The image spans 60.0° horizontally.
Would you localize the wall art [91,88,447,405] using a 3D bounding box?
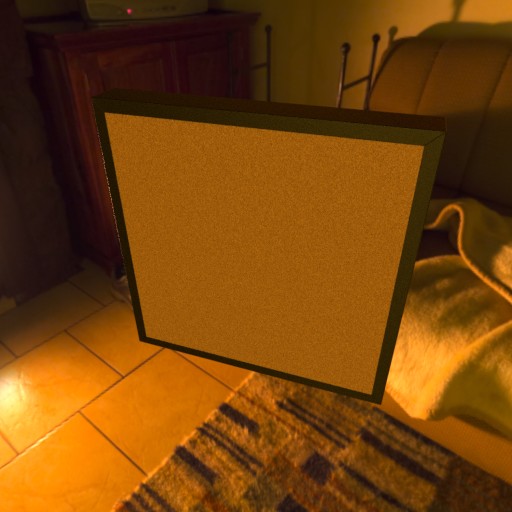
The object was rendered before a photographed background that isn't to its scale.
[{"bbox_3d":[0.000,0.000,0.459,0.304,0.304,0.038,11,35,16],"label":"wall art"}]
